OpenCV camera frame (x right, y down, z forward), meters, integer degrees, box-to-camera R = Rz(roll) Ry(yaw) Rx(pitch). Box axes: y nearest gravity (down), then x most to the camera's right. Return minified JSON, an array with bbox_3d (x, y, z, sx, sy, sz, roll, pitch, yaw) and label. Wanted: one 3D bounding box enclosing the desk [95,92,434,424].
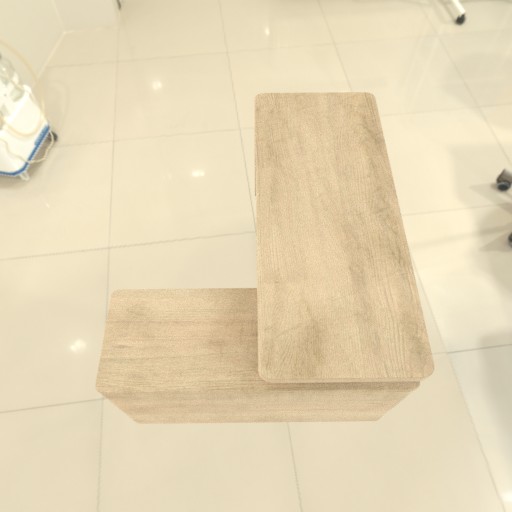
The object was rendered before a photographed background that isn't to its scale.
[{"bbox_3d":[0.000,0.000,2.140,1.175,0.770,1.400,-1,59,0],"label":"desk"}]
